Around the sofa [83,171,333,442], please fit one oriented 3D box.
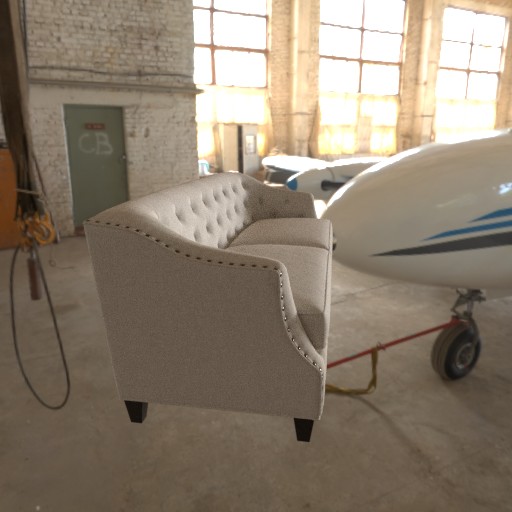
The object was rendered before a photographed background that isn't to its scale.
[{"bbox_3d":[0.000,0.000,2.704,0.914,0.901,2.235,3,15,10],"label":"sofa"}]
